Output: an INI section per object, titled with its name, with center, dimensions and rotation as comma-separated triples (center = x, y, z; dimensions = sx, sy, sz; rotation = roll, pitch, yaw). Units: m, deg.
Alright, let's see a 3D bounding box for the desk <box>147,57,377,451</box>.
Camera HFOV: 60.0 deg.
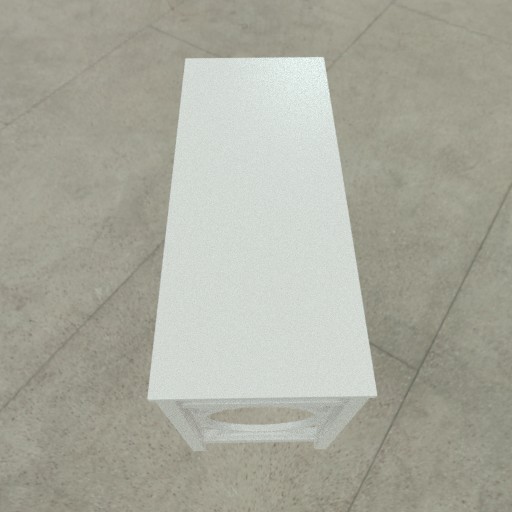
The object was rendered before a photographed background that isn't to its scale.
[desk]
center = 0.000, 0.000, 1.587
dimensions = 0.504, 0.762, 1.191
rotation = -1, 58, 0
